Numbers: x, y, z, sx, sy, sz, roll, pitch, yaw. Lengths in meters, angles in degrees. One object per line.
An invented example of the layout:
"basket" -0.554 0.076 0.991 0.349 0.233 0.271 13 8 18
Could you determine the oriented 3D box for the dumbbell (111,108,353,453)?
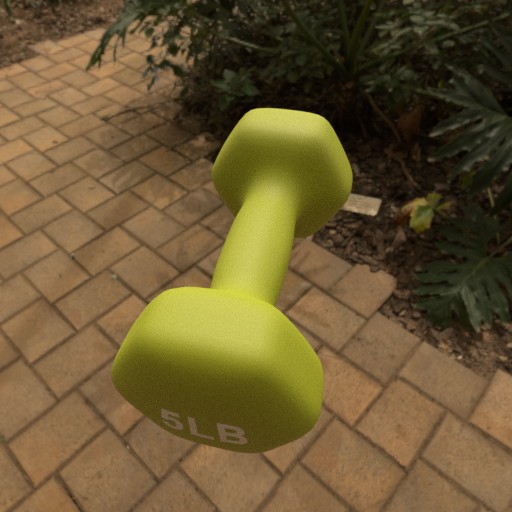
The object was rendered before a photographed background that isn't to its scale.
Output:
"dumbbell" 0.000 0.000 0.206 0.080 0.072 0.164 10 48 9
